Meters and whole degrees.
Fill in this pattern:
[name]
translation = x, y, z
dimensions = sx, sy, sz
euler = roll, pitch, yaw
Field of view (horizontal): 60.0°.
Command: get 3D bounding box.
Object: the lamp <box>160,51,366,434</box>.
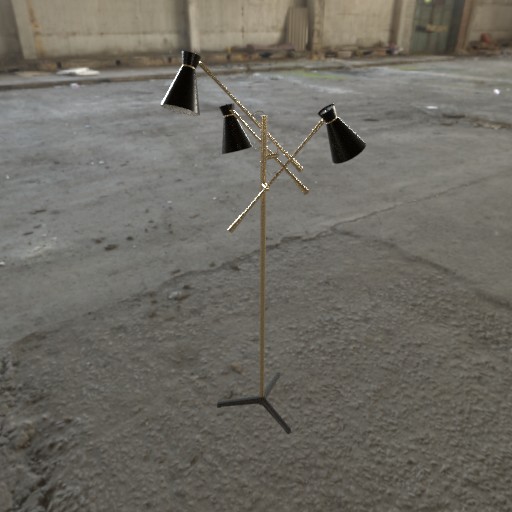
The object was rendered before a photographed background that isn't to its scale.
[lamp]
translation = 0.000, 0.000, 2.141
dimensions = 0.750, 1.804, 0.653
euler = -18, 32, -30
